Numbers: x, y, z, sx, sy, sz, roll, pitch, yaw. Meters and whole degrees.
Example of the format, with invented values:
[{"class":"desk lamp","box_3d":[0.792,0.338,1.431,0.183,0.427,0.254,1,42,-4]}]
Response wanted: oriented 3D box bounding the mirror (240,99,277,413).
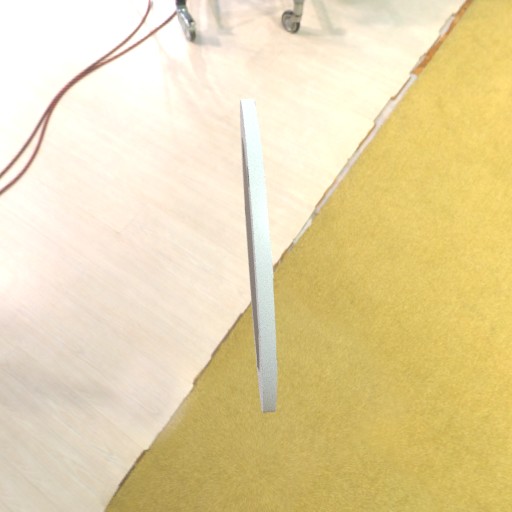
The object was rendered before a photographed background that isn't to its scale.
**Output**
[{"class":"mirror","box_3d":[0.000,0.000,1.368,0.038,0.914,0.914,-4,64,-2]}]
